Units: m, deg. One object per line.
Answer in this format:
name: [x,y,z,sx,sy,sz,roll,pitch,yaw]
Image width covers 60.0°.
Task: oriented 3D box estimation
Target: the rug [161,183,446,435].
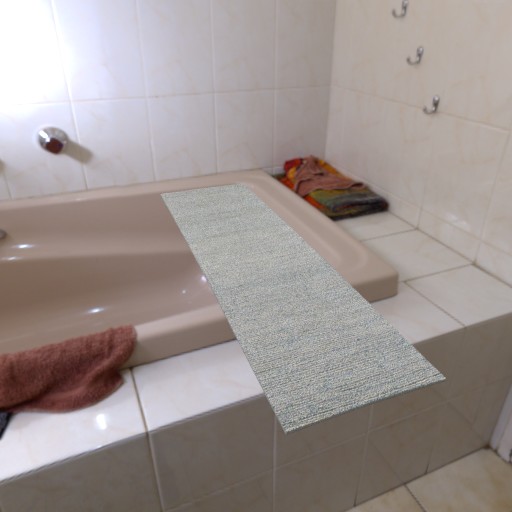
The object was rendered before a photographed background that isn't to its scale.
rug: [0.000,0.000,2.531,0.675,0.037,2.341,-10,31,-18]
